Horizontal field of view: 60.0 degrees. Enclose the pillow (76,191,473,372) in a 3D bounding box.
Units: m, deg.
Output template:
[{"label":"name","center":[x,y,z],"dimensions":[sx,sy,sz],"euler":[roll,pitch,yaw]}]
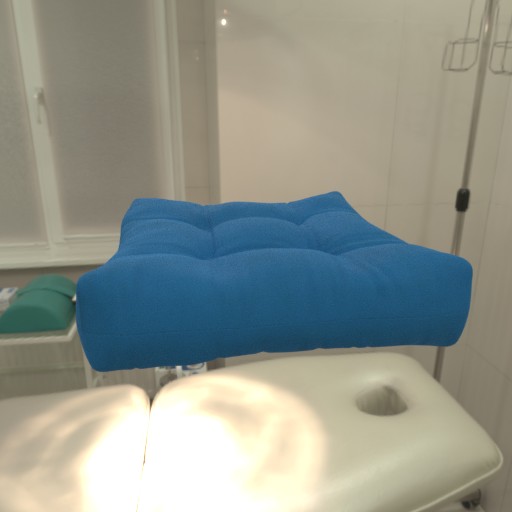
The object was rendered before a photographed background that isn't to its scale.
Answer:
[{"label":"pillow","center":[0.000,0.000,0.717],"dimensions":[0.468,0.128,0.490],"euler":[-3,18,-8]}]
